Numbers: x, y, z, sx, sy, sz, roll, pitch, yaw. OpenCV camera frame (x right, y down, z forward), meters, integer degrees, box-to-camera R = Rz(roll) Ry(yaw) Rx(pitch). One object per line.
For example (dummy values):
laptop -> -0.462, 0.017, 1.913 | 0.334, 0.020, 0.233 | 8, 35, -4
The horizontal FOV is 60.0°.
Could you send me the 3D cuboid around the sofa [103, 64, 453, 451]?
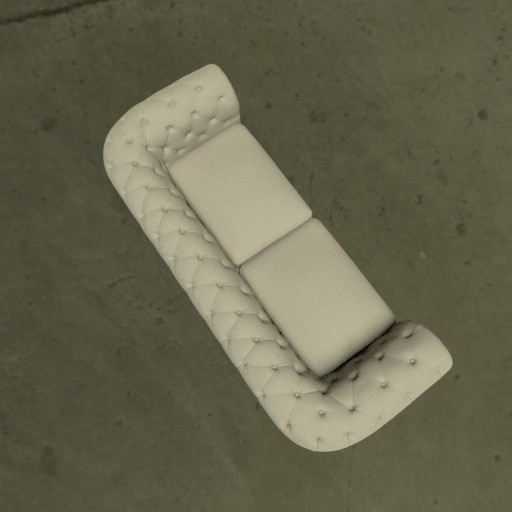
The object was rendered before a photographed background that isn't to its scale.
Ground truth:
sofa -> 0.000, 0.000, 2.844 | 0.991, 0.749, 2.411 | -34, 77, -9
